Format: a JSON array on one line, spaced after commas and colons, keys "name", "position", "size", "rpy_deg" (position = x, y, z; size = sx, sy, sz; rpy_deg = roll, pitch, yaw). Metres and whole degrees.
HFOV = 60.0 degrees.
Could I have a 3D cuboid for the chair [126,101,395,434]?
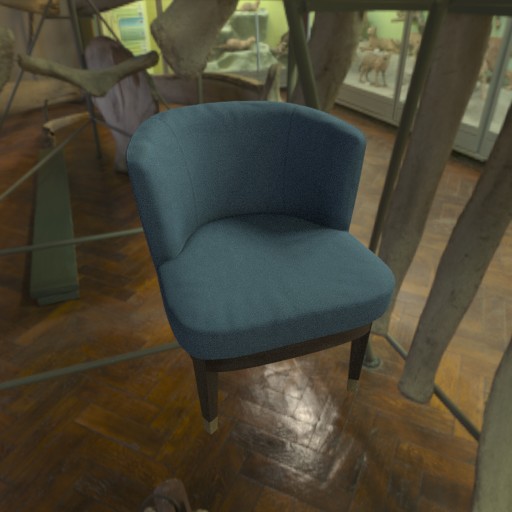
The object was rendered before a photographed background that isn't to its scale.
[{"name": "chair", "position": [0.000, 0.000, 1.329], "size": [0.661, 0.760, 0.702], "rpy_deg": [-10, 33, -16]}]
